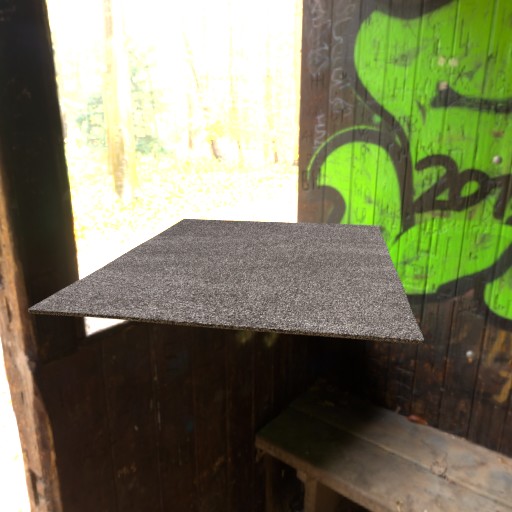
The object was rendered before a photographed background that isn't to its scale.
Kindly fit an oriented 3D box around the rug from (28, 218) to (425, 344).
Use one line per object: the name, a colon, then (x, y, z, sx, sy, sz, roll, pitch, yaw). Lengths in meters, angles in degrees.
rug: (0.000, 0.000, 4.017, 2.401, 0.025, 3.000, 3, 16, 10)
